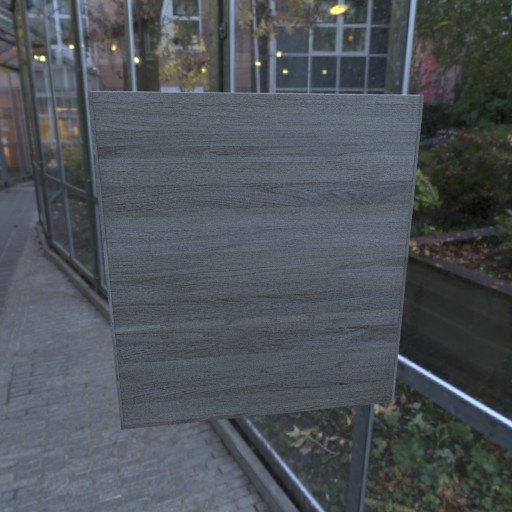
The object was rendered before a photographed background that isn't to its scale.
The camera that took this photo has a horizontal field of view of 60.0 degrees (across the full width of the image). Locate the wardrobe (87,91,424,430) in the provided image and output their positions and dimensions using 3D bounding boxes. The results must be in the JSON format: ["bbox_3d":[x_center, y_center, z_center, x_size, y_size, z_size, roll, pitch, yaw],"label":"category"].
[{"bbox_3d":[0.000,0.000,2.881,1.780,1.960,0.629,-3,16,-9],"label":"wardrobe"}]
